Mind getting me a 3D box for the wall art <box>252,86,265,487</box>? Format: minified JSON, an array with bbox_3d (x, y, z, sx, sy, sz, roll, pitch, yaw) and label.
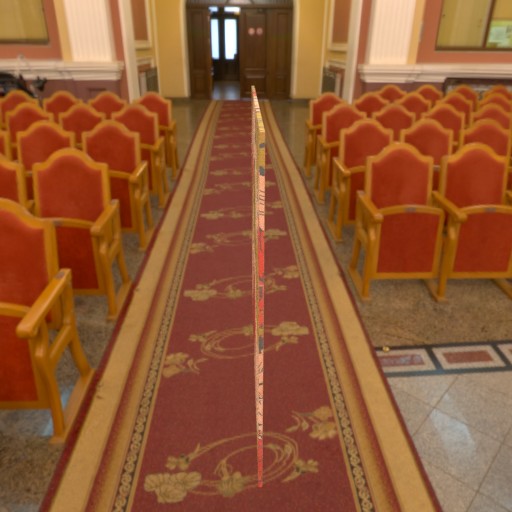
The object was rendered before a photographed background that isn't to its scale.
[{"bbox_3d":[0.000,0.000,1.832,0.013,1.218,1.206,-1,26,-1],"label":"wall art"}]
